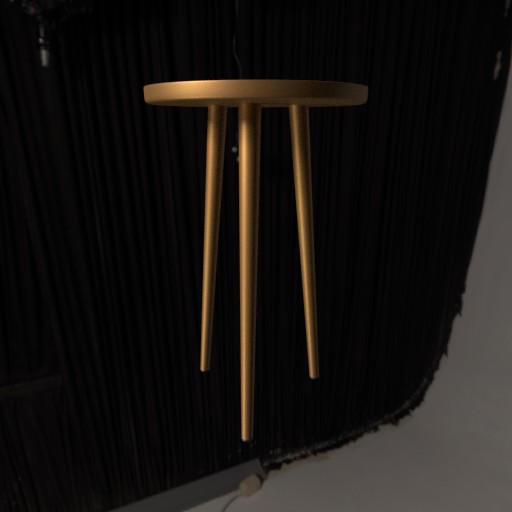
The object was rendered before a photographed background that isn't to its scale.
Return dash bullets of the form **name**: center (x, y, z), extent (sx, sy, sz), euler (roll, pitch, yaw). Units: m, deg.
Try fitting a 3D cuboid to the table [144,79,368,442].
- **table**: center (0.000, 0.000, 0.678), extent (0.299, 0.480, 0.299), euler (-8, 19, -25)
